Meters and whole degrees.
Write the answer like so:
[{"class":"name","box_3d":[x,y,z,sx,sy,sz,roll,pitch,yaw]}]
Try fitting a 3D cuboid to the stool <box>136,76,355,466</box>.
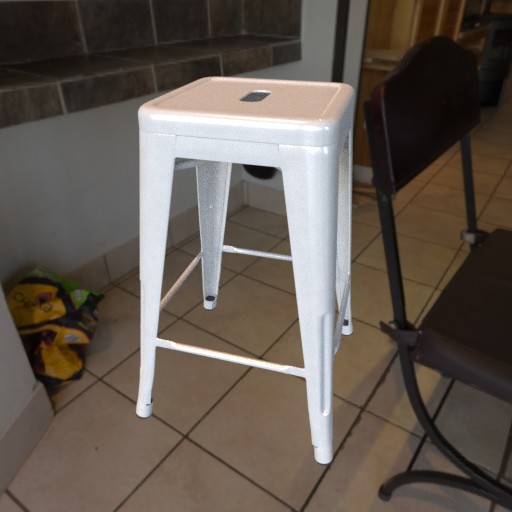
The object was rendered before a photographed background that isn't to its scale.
[{"class":"stool","box_3d":[0.000,0.000,0.870,0.406,0.610,0.406,9,32,14]}]
